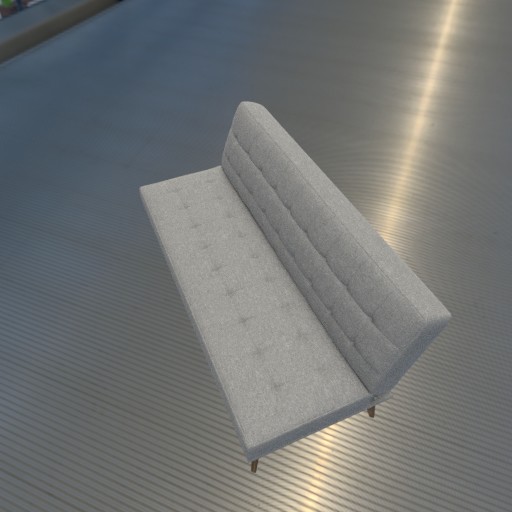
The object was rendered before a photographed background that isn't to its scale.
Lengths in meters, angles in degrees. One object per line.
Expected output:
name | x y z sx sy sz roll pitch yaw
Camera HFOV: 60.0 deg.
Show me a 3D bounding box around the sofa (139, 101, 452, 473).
sofa | 0.000 0.000 2.353 0.860 0.810 1.800 -18 49 -16
